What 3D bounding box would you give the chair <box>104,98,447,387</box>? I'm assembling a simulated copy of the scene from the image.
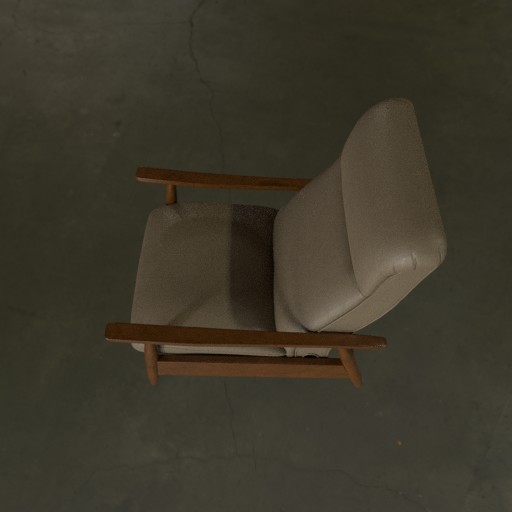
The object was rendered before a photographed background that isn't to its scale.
[{"bbox_3d":[0.000,0.000,1.745,1.014,1.082,0.762,1,59,0],"label":"chair"}]
